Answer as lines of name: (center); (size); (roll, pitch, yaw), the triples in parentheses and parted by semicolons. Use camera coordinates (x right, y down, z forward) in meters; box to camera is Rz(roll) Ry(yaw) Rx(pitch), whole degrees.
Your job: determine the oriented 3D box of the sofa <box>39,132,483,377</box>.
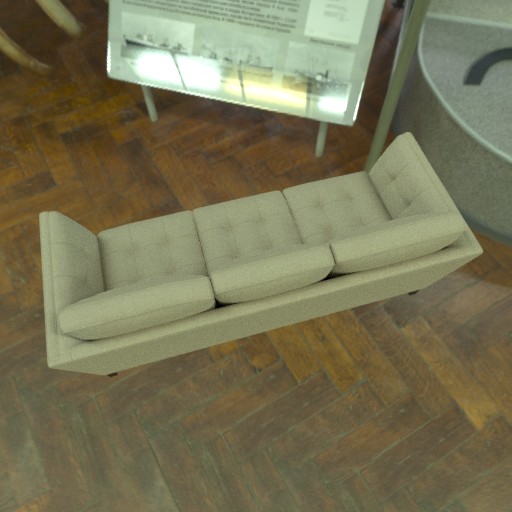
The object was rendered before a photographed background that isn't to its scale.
sofa: (0.000, 0.000, 2.801); (2.388, 0.940, 0.965); (-14, 61, -8)
